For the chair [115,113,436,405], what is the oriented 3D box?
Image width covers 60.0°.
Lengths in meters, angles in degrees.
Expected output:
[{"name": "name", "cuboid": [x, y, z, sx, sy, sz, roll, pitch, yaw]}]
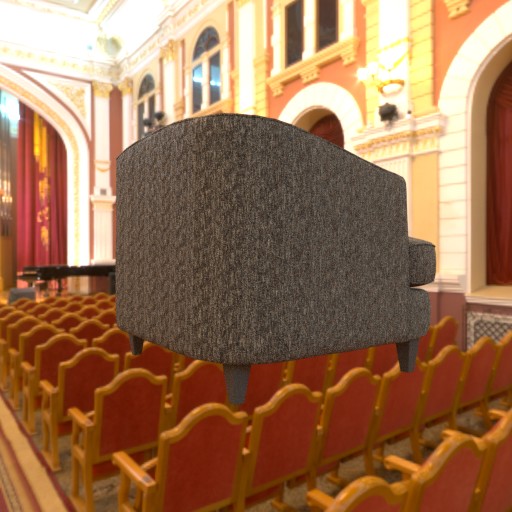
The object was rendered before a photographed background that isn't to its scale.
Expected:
[{"name": "chair", "cuboid": [0.000, 0.000, 1.809, 0.941, 0.852, 1.104, 0, 0, -36]}]
